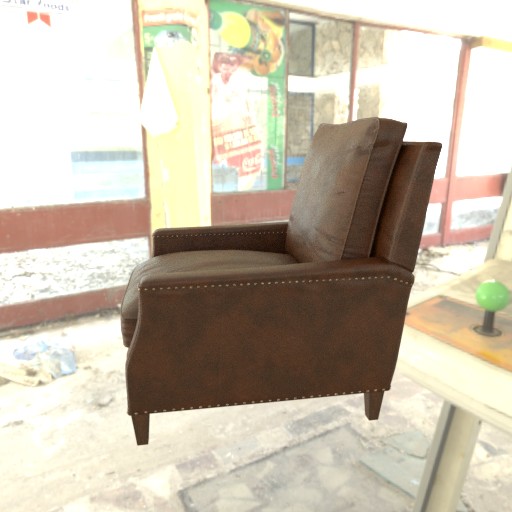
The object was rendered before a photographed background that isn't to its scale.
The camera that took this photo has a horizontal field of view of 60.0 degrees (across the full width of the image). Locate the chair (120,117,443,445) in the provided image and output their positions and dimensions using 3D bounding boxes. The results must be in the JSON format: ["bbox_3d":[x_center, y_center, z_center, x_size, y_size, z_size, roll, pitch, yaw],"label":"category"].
[{"bbox_3d":[0.000,0.000,1.791,1.035,1.054,0.854,-2,15,-9],"label":"chair"}]
